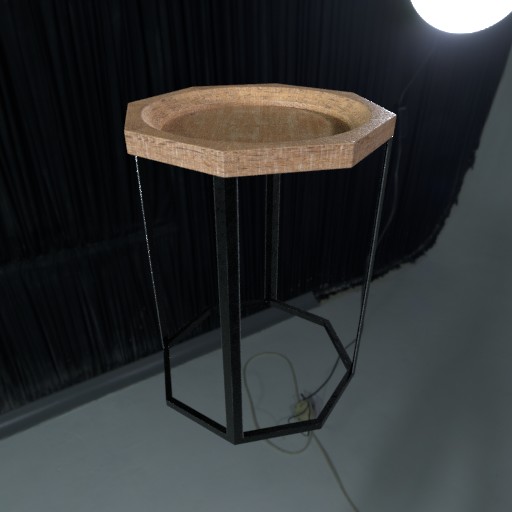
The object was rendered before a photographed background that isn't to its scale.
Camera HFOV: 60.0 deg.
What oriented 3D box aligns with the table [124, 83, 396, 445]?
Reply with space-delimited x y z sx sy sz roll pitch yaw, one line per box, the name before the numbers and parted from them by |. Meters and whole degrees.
table | 0.000 0.000 0.855 0.437 0.553 0.437 -20 37 -29
